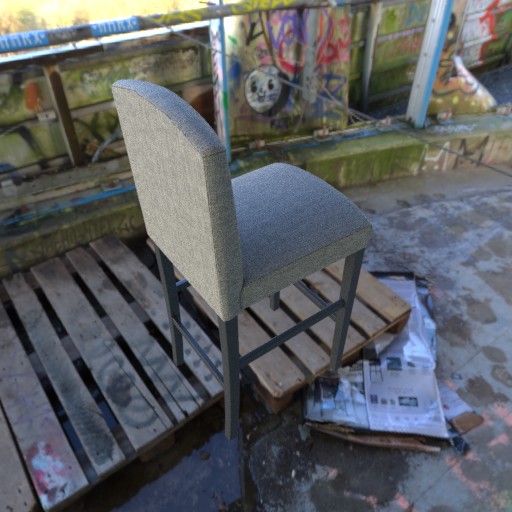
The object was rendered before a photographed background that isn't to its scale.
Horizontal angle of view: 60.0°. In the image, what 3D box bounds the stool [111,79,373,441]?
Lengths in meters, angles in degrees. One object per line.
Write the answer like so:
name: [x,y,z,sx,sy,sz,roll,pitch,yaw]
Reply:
stool: [0.000,0.000,1.394,0.552,1.138,0.451,-25,47,-26]
